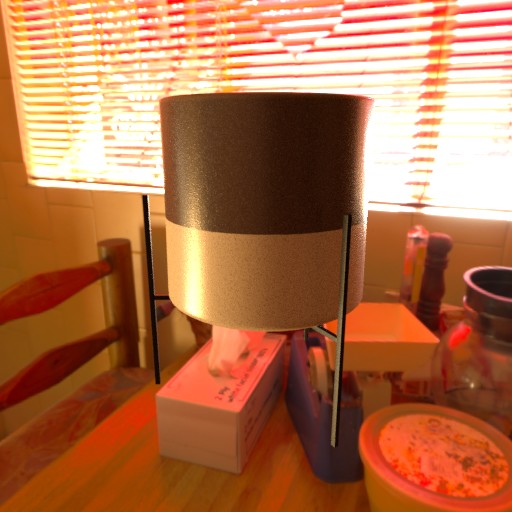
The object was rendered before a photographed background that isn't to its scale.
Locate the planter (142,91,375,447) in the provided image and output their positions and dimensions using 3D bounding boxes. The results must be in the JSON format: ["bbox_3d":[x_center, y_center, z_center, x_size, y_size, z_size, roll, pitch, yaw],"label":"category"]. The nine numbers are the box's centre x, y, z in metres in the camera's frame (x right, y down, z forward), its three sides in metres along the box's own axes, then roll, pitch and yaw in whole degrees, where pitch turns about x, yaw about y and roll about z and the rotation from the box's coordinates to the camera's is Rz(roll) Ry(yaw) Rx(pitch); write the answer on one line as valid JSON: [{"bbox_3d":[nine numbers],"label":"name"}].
[{"bbox_3d":[0.000,0.000,0.527,0.260,0.353,0.250,-2,16,-7],"label":"planter"}]
